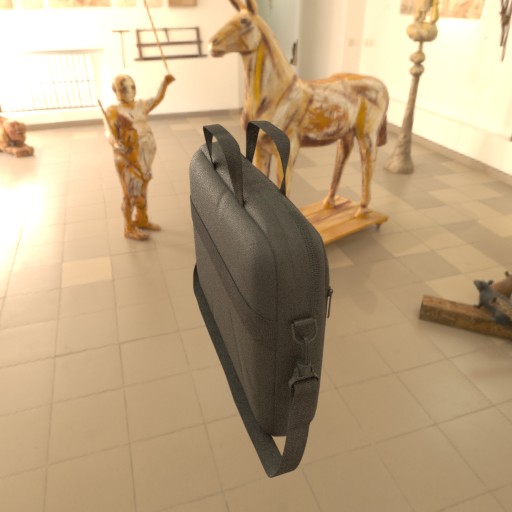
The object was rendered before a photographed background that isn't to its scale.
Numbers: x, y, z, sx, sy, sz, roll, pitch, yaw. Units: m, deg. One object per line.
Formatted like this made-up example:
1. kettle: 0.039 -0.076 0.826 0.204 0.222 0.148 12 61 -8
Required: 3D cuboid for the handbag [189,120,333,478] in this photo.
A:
1. handbag: 0.000 0.000 0.433 0.089 0.244 0.320 -10 32 -16
